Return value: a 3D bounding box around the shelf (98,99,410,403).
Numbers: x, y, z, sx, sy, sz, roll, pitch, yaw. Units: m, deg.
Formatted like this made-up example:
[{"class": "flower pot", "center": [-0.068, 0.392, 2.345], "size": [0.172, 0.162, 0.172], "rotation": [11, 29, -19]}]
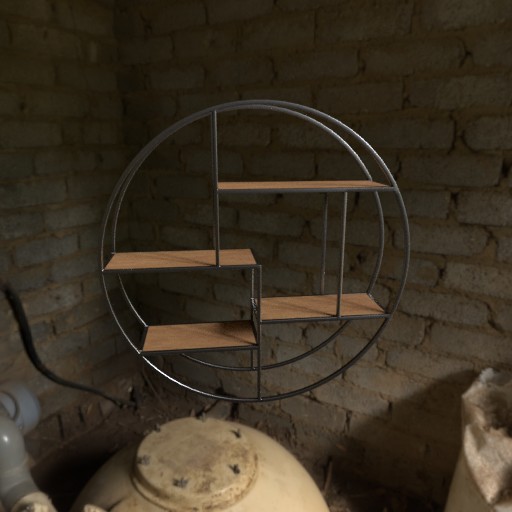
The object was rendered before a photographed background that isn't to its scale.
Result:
[{"class": "shelf", "center": [0.000, 0.000, 1.351], "size": [0.888, 0.888, 0.202], "rotation": [-2, 15, -7]}]
